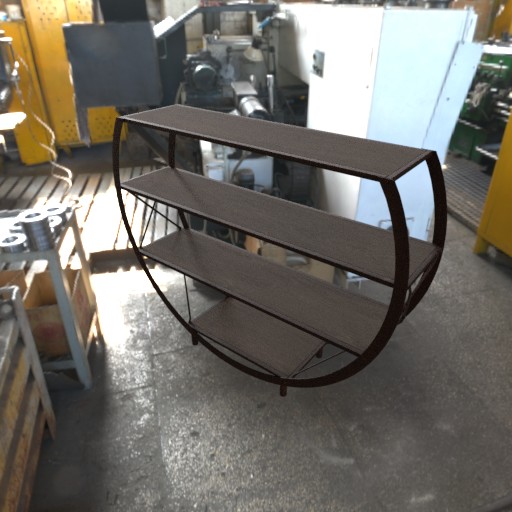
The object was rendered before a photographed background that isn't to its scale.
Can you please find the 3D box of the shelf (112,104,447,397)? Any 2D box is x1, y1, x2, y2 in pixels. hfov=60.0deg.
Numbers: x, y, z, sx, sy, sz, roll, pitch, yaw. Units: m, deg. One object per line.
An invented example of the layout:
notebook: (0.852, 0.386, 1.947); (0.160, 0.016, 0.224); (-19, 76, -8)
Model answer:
shelf: (0.000, 0.000, 1.907); (1.403, 1.063, 0.344); (21, 36, 32)
